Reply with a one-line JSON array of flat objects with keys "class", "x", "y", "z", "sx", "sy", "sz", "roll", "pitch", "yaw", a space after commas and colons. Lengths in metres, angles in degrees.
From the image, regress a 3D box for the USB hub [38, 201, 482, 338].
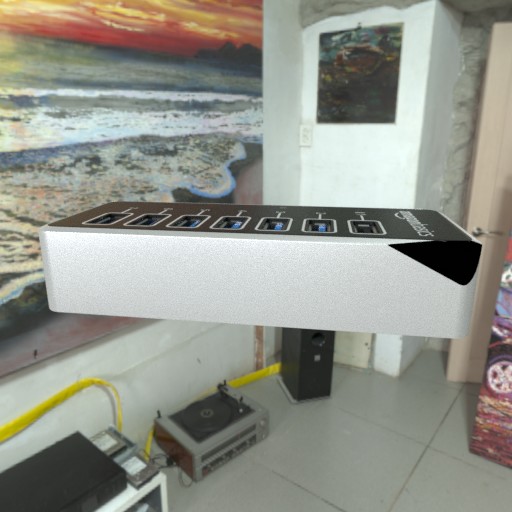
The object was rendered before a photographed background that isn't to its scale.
[{"class": "USB hub", "x": 0.000, "y": 0.000, "z": 0.129, "sx": 0.110, "sy": 0.023, "sz": 0.044, "roll": 3, "pitch": 17, "yaw": 8}]
